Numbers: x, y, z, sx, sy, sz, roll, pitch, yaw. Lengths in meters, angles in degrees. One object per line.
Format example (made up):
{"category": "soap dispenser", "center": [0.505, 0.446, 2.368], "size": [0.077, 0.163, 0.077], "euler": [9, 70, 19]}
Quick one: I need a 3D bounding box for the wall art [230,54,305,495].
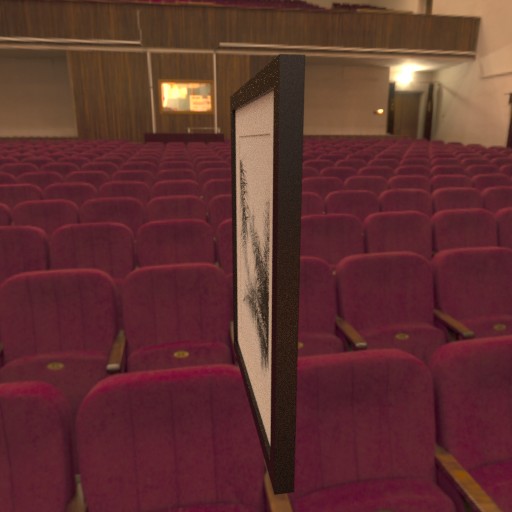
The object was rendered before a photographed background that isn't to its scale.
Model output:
{"category": "wall art", "center": [0.000, 0.000, 0.757], "size": [0.028, 0.557, 0.457], "euler": [-2, 15, -9]}
